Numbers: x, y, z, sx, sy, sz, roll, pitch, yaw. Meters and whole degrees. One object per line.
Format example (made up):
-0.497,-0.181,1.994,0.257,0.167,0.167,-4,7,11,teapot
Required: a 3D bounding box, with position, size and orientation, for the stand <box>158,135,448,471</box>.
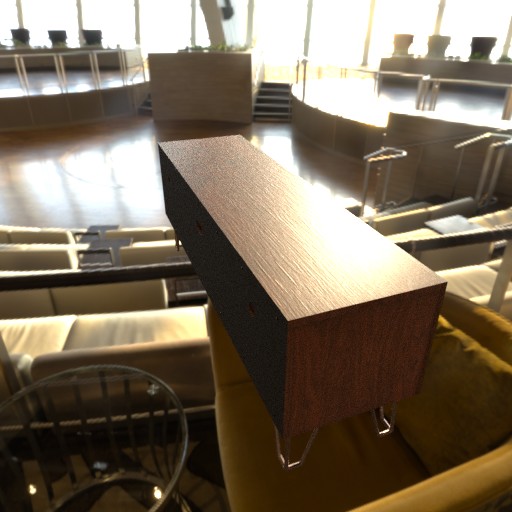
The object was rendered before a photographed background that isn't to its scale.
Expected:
0.000,0.000,1.893,0.481,0.610,1.626,-11,31,-18,stand
